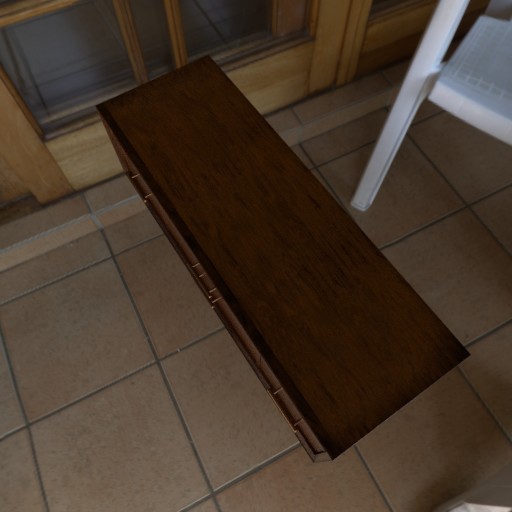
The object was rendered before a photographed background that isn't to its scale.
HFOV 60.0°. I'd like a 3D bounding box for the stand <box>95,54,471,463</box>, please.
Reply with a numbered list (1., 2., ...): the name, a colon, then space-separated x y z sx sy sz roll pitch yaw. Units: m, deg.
1. stand: 0.000 0.000 1.654 0.481 0.610 1.372 -31 68 -14
